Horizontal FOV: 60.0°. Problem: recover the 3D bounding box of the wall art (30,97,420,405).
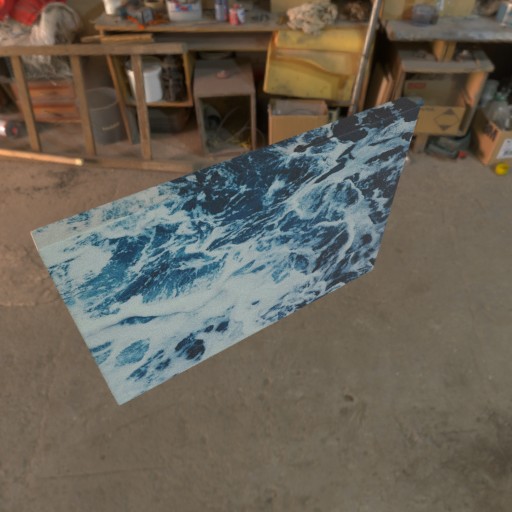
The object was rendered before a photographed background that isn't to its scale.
[{"bbox_3d":[0.000,0.000,0.770,0.609,0.407,0.043,-25,52,-21],"label":"wall art"}]
